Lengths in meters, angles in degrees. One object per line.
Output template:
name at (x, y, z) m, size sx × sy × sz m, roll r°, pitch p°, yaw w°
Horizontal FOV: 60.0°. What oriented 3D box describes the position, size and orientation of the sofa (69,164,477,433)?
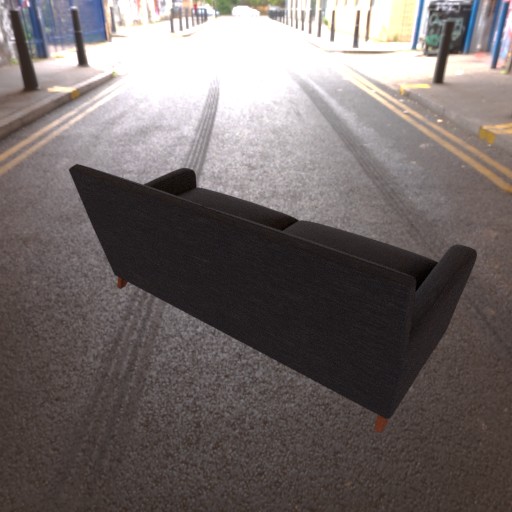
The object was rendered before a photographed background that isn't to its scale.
sofa at (0.000, 0.000, 2.391) m, size 1.976 × 0.846 × 0.875 m, roll 21°, pitch 36°, yaw 32°
